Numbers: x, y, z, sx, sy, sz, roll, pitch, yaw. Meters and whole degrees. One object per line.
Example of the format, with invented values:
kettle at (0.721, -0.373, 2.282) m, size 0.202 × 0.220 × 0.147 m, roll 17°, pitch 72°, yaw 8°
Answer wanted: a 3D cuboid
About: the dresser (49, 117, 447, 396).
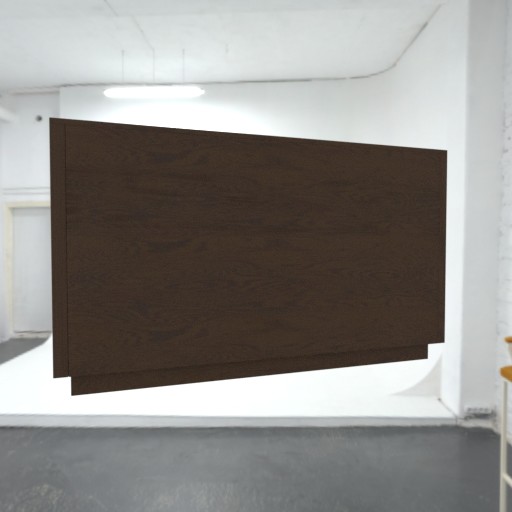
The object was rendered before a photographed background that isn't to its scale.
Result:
dresser at (0.000, 0.000, 1.869) m, size 1.523 × 0.889 × 0.512 m, roll -1°, pitch 2°, yaw -19°
